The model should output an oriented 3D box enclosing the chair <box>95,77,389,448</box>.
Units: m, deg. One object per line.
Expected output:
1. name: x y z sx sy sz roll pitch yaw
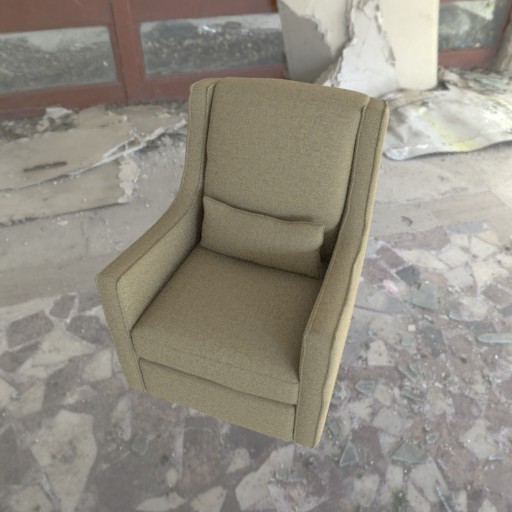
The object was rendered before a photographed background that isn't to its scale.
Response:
1. chair: 0.000 0.000 1.588 0.732 0.993 0.879 13 43 15
